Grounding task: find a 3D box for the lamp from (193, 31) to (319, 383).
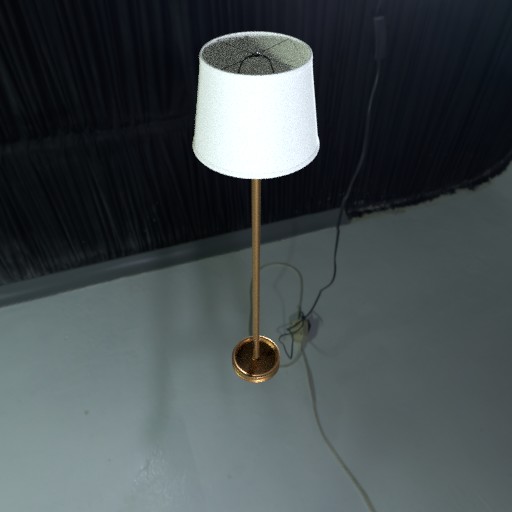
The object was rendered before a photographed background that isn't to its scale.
[{"bbox_3d":[0.000,0.000,0.793,0.178,0.710,0.178,0,46,0],"label":"lamp"}]
